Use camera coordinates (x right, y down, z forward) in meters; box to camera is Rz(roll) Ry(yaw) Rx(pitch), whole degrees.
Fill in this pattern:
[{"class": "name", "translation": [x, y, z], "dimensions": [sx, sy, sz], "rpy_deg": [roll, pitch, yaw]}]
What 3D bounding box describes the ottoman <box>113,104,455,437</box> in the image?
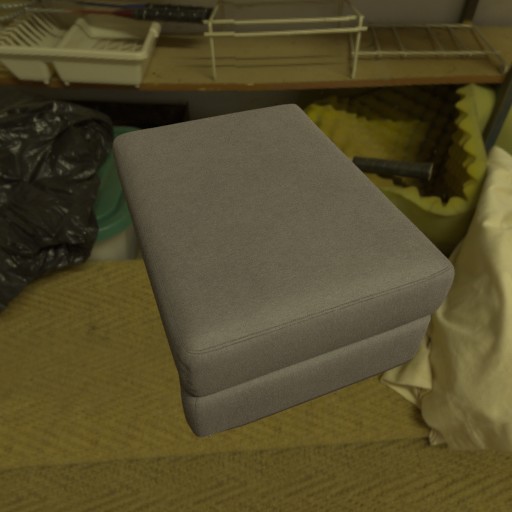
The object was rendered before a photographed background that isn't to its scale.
[{"class": "ottoman", "translation": [0.000, 0.000, 1.165], "dimensions": [0.574, 0.497, 0.773], "rpy_deg": [-16, 47, -15]}]
